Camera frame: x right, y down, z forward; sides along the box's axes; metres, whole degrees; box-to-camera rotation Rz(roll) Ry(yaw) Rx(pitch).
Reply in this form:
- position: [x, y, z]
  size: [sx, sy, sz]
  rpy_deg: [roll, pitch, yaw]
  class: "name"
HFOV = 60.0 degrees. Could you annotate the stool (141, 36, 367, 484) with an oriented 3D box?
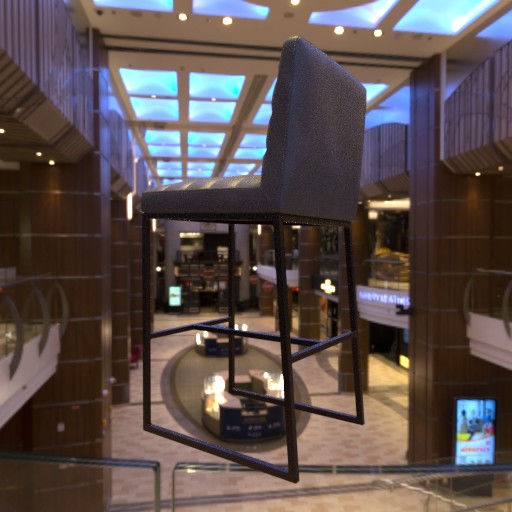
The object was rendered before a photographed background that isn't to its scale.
- position: [0.000, 0.000, 1.370]
  size: [0.562, 1.065, 0.463]
  rpy_deg: [1, 1, 35]
  class: "stool"
